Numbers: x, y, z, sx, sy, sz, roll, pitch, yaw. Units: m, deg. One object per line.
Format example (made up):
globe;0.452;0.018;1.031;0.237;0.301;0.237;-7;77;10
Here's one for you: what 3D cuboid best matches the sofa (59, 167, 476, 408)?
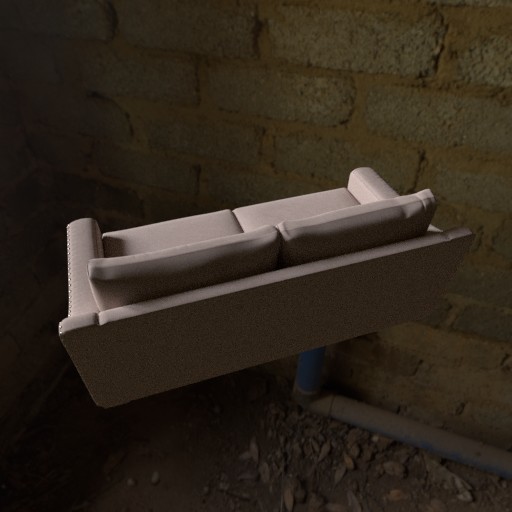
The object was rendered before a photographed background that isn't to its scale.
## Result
sofa;0.000;0.000;2.517;1.967;0.901;1.030;-13;43;-14
